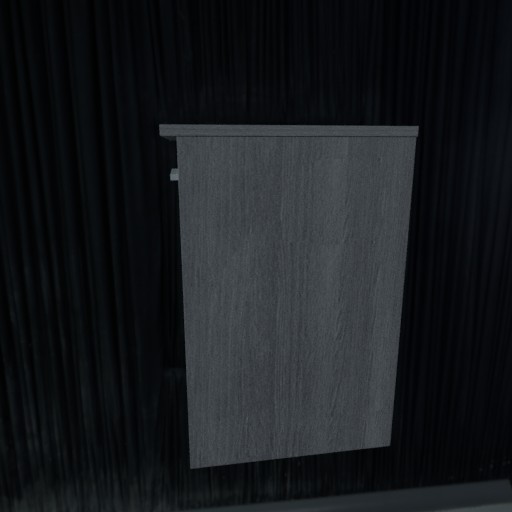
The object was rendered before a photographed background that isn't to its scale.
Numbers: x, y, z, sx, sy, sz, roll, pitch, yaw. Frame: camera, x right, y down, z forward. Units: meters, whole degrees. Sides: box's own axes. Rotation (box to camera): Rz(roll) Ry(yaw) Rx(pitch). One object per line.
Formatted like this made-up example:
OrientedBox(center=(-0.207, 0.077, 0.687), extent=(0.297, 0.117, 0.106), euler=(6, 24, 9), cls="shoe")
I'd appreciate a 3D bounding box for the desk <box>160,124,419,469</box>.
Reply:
OrientedBox(center=(0.000, 0.000, 1.344), extent=(0.498, 0.724, 0.893), euler=(-2, 14, -9), cls="desk")
